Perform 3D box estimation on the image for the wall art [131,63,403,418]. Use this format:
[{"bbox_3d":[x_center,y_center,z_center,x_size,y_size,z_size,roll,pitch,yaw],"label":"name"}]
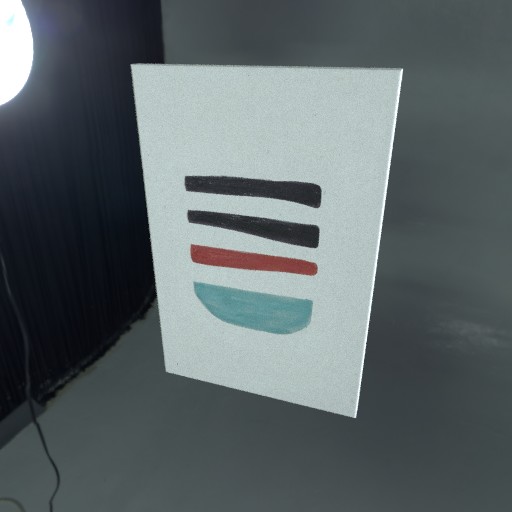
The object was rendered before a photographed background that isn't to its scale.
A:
[{"bbox_3d":[0.000,0.000,1.157,0.607,0.912,0.038,8,27,17],"label":"wall art"}]
